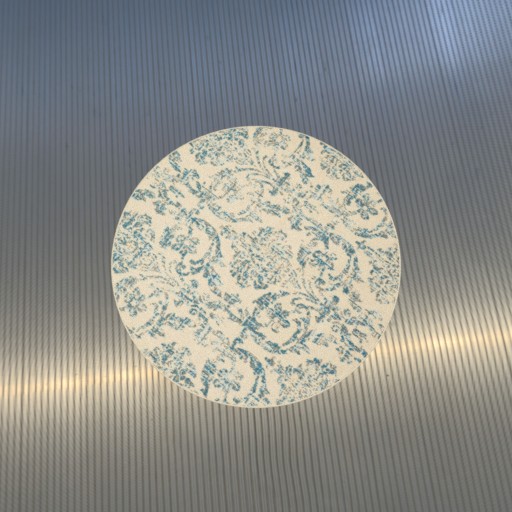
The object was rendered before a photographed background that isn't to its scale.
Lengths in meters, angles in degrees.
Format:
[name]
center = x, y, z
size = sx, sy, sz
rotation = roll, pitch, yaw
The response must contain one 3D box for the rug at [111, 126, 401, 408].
[rug]
center = 0.000, 0.000, 2.442
size = 1.593, 0.012, 1.593
rotation = 0, 76, 0
